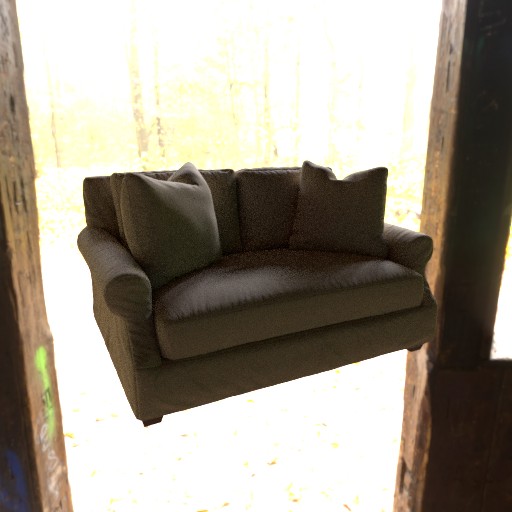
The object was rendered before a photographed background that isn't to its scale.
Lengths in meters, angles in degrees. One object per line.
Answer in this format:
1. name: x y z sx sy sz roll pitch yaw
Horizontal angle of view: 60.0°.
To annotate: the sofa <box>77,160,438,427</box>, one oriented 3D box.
1. sofa: 0.000 0.000 2.169 1.550 0.905 1.070 -7 16 -26
